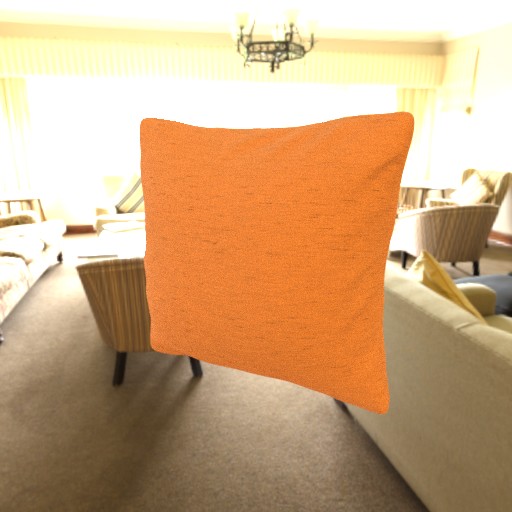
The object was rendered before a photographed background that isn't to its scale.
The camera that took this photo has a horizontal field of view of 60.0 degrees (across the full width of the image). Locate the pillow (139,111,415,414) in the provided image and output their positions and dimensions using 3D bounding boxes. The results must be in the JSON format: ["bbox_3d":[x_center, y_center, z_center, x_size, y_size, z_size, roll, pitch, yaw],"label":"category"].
[{"bbox_3d":[0.000,0.000,0.679,0.432,0.415,0.246,8,17,27],"label":"pillow"}]
